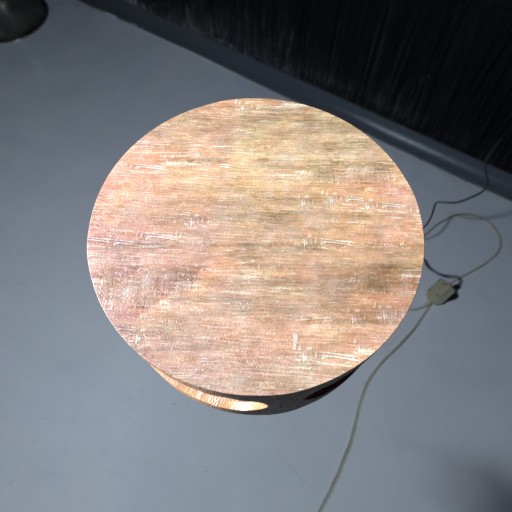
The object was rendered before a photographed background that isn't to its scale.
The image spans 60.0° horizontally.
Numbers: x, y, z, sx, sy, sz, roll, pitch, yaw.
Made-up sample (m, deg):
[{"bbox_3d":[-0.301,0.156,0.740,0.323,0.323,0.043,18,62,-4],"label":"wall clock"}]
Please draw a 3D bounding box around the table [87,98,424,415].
[{"bbox_3d":[0.000,0.000,1.501,0.974,0.450,0.974,0,65,0],"label":"table"}]
